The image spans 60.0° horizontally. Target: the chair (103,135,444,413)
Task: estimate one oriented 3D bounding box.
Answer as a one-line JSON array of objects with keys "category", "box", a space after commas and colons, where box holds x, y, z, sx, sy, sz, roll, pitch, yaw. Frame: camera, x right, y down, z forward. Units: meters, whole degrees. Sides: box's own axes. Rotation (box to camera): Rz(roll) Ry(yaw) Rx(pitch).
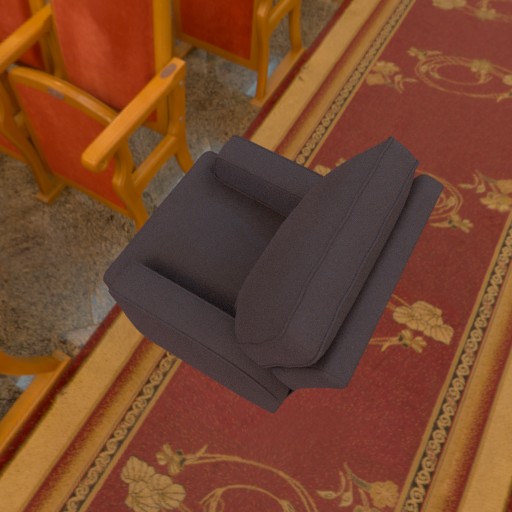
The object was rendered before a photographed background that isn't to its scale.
[{"category": "chair", "box": [0.000, 0.000, 1.692, 0.964, 0.962, 0.861, 28, 66, 13]}]
